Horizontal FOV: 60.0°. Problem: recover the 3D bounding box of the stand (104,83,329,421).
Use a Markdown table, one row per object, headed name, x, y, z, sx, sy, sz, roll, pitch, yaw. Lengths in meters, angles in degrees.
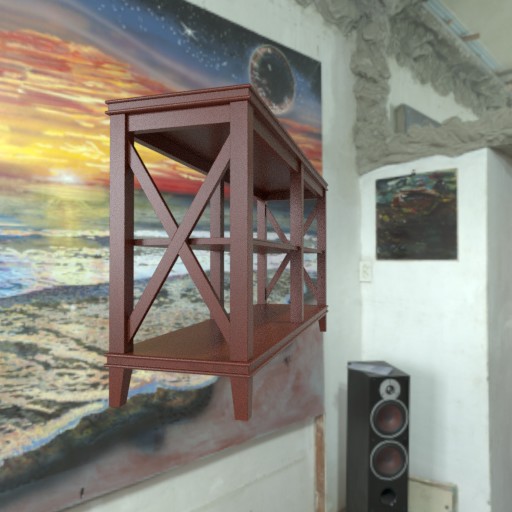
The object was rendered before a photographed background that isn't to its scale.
| name | x | y | z | sx | sy | sz | roll | pitch | yaw |
| --- | --- | --- | --- | --- | --- | --- | --- | --- | --- |
| stand | 0.000 | 0.000 | 1.703 | 0.381 | 0.762 | 1.372 | 0 | -1 | 17 |
